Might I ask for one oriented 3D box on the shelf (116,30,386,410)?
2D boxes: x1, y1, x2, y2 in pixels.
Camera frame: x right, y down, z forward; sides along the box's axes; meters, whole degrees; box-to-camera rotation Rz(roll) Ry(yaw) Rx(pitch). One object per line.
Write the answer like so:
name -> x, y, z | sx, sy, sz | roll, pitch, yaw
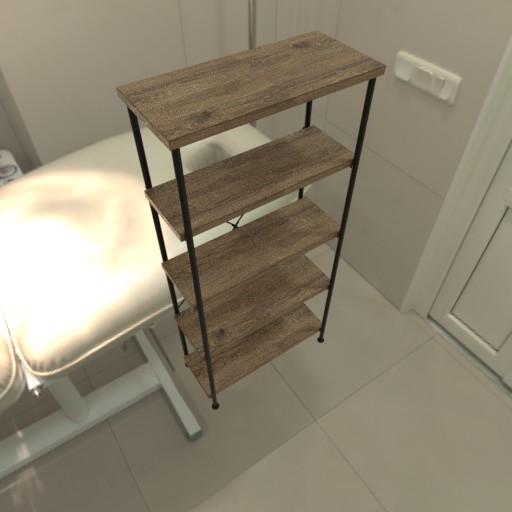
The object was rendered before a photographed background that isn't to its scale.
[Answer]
shelf -> 0.000, 0.000, 2.042 | 0.800, 1.700, 0.360 | -27, 53, -22
